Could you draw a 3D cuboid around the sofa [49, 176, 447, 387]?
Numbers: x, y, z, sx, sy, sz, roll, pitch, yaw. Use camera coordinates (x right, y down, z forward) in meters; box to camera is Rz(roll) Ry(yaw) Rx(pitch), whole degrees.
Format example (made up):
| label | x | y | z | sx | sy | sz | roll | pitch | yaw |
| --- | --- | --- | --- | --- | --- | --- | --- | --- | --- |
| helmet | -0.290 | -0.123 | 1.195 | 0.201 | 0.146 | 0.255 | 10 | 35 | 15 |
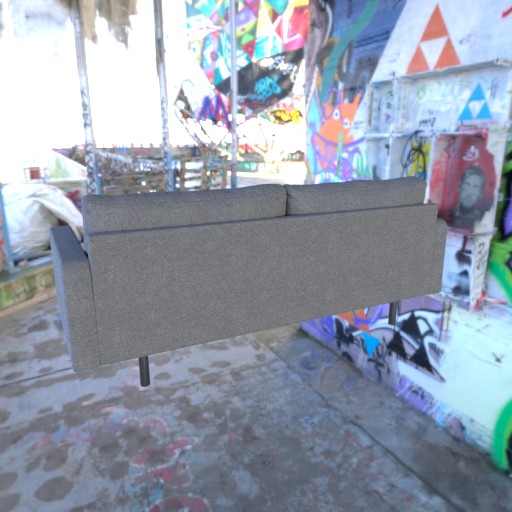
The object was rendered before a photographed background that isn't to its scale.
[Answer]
| label | x | y | z | sx | sy | sz | roll | pitch | yaw |
| --- | --- | --- | --- | --- | --- | --- | --- | --- | --- |
| sofa | 0.000 | 0.000 | 2.552 | 2.100 | 0.880 | 0.880 | -8 | 17 | -26 |
